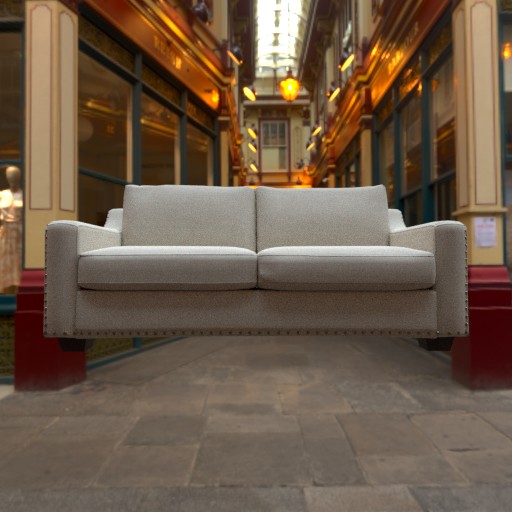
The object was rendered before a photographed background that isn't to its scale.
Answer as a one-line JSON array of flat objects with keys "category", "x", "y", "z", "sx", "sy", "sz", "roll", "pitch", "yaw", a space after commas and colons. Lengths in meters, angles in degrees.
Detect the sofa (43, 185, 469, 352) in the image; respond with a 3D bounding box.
[{"category": "sofa", "x": 0.000, "y": 0.000, "z": 2.702, "sx": 2.107, "sy": 0.983, "sz": 1.104, "roll": 0, "pitch": -1, "yaw": -1}]
